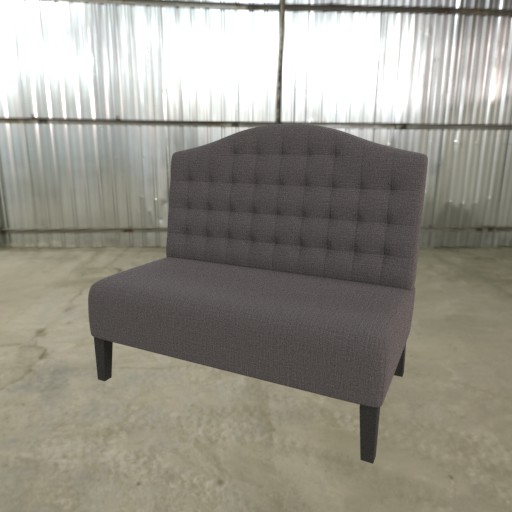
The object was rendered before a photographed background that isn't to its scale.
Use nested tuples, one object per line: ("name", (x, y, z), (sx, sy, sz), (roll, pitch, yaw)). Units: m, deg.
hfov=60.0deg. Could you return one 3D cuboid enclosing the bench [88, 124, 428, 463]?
("bench", (0.000, 0.000, 2.018), (1.335, 1.180, 0.815), (7, 16, 25))
